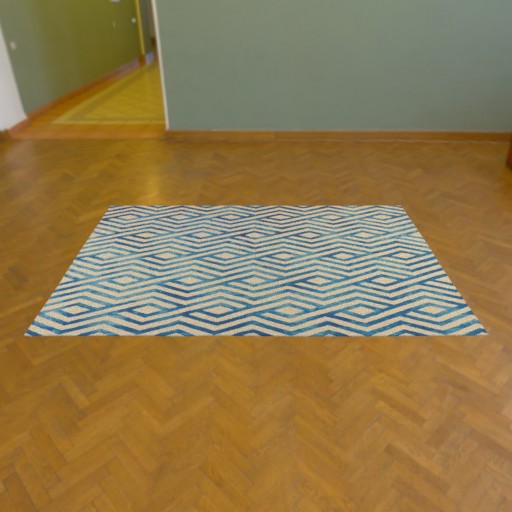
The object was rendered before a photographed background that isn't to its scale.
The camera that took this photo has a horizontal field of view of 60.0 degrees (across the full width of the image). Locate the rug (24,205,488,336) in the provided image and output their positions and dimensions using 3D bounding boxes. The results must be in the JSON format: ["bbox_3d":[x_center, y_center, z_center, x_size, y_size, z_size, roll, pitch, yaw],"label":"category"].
[{"bbox_3d":[0.000,0.000,2.266,1.830,0.008,1.225,0,31,0],"label":"rug"}]
